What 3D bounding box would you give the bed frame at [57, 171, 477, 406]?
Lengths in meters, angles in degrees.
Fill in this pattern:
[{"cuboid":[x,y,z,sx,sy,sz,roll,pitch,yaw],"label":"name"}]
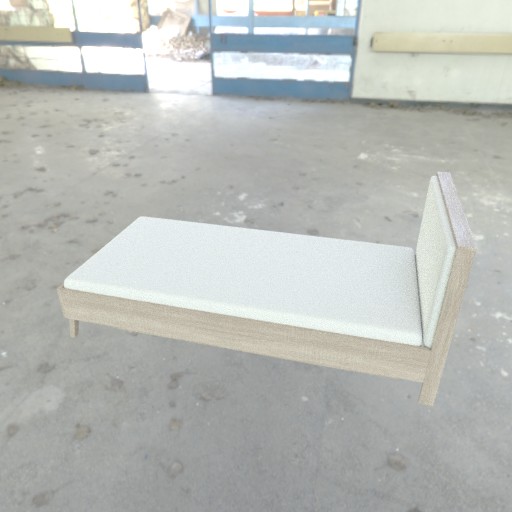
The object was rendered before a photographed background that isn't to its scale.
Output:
[{"cuboid":[0.000,0.000,2.701,2.140,0.920,0.990,7,30,13],"label":"bed frame"}]
